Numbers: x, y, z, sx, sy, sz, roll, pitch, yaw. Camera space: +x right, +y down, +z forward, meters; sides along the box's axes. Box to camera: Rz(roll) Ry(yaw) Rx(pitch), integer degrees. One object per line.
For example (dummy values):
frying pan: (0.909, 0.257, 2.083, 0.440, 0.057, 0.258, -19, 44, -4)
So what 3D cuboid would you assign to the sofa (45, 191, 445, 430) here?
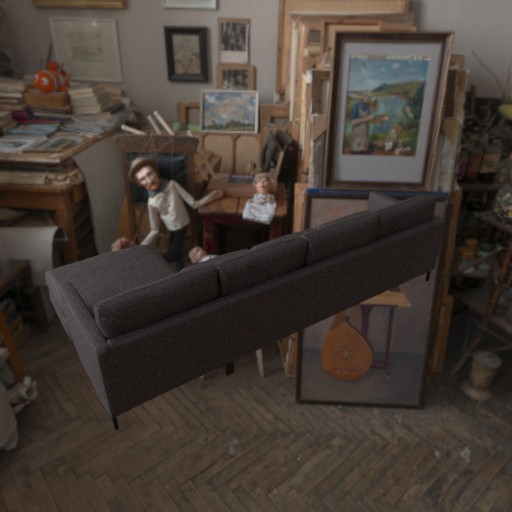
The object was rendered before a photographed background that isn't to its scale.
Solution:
sofa: (0.000, 0.000, 3.869, 3.221, 0.892, 1.483, -18, 34, -29)
